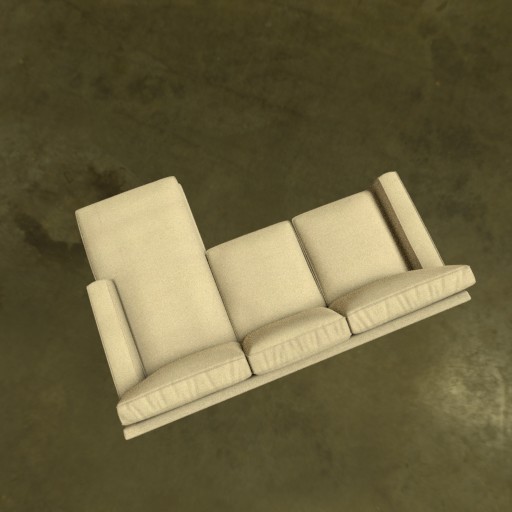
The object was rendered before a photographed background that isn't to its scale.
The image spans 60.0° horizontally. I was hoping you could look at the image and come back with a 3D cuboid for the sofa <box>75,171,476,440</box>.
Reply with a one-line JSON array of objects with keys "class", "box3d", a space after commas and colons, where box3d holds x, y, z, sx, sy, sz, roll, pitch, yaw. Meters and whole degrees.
[{"class": "sofa", "box3d": [0.000, 0.000, 2.851, 2.087, 0.861, 1.496, -21, 77, -5]}]
